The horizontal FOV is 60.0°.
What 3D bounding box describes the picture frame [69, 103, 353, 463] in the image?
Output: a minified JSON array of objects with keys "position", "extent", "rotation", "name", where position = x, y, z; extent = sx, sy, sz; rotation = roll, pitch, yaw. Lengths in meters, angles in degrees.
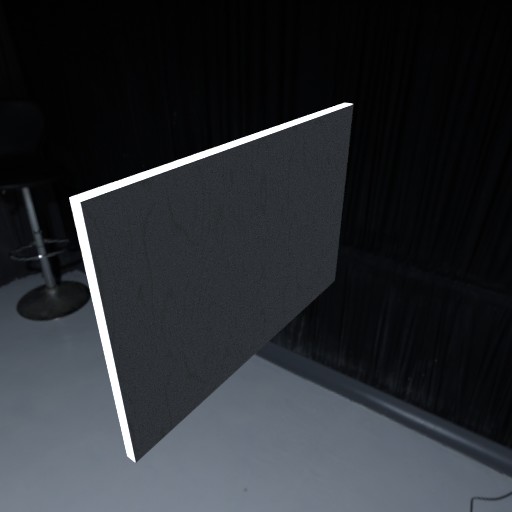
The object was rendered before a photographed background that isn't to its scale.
[{"position":[0.000,0.000,1.187],"extent":[0.029,0.640,0.950],"rotation":[20,36,31],"name":"picture frame"}]
